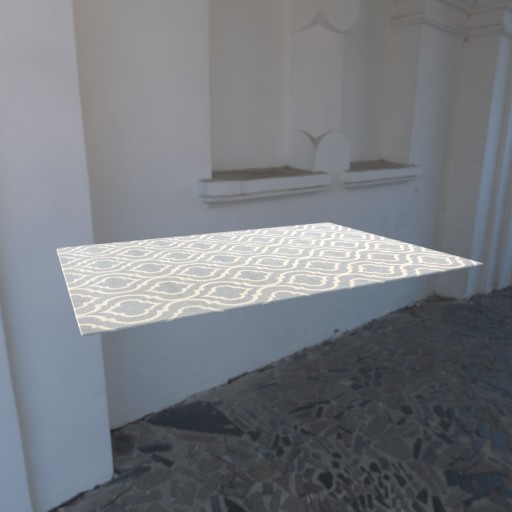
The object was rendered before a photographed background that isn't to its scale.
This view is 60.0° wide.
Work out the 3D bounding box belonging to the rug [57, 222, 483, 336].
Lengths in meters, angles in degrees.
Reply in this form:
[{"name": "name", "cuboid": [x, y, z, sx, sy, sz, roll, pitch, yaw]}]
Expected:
[{"name": "rug", "cuboid": [0.000, 0.000, 2.613, 2.080, 0.010, 1.451, -7, 16, -26]}]
